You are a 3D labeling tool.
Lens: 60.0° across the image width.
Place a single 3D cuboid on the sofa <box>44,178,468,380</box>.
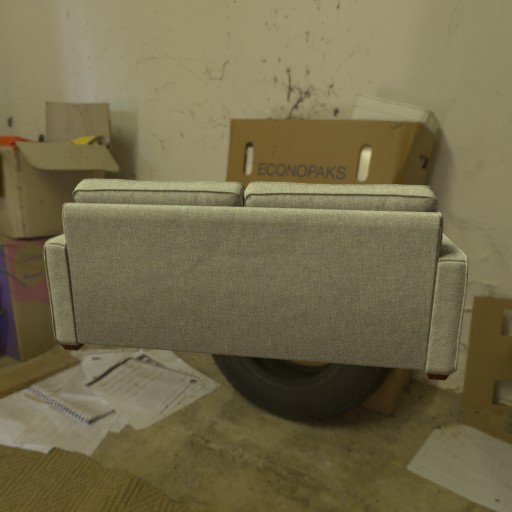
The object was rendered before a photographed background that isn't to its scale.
[{"bbox_3d":[0.000,0.000,2.562,2.078,0.918,0.945,2,16,9],"label":"sofa"}]
